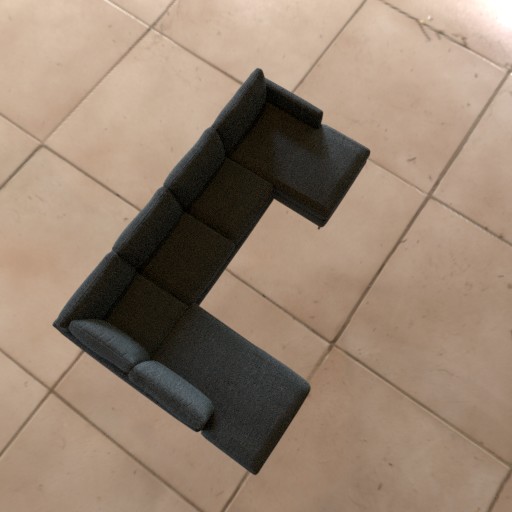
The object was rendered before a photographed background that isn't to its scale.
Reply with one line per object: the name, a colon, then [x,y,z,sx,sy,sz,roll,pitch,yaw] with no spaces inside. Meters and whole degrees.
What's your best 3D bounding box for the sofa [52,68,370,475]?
sofa: [0.000,0.000,3.617,1.879,0.753,2.737,33,77,9]
